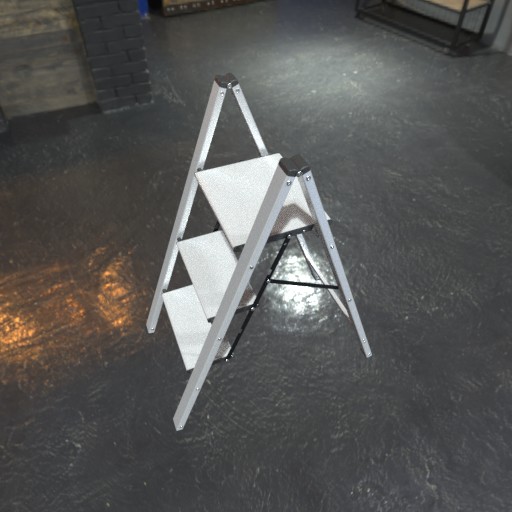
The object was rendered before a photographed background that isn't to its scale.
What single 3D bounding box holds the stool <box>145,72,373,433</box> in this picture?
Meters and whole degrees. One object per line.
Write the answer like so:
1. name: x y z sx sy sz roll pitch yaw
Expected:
1. stool: 0.000 0.000 1.298 0.730 0.902 0.441 -16 49 -15
